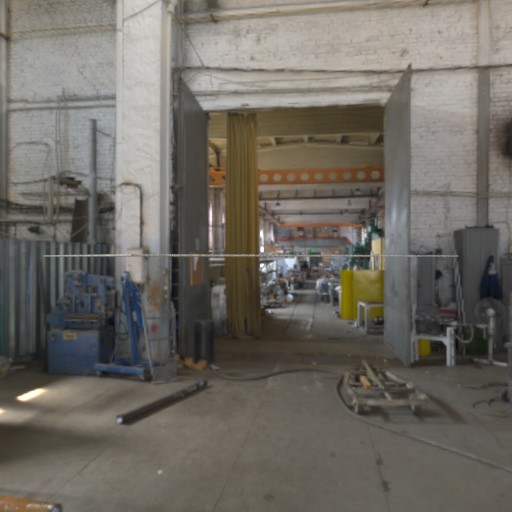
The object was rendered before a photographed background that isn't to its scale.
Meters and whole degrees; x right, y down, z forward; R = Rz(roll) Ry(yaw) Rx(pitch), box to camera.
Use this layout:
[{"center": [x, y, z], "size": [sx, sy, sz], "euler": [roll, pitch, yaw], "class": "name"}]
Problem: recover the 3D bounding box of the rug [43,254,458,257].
[{"center": [0.000, 0.000, 2.928], "size": [2.283, 0.006, 1.521], "euler": [0, 0, -37], "class": "rug"}]
